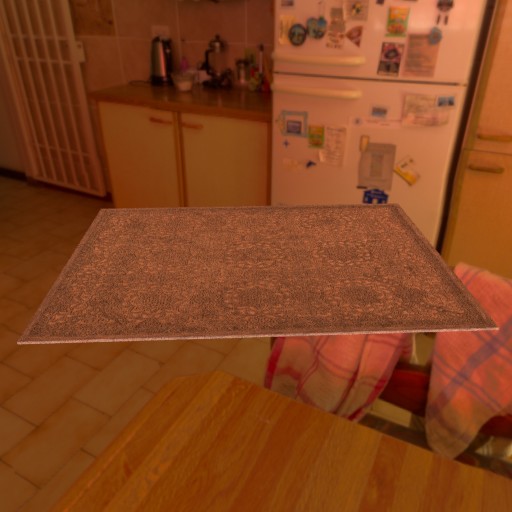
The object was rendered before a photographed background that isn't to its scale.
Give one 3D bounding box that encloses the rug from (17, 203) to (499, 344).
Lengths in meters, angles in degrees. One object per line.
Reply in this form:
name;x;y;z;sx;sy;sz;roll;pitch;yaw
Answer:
rug;0.000;0.000;2.195;1.819;0.012;1.208;-1;30;-2
